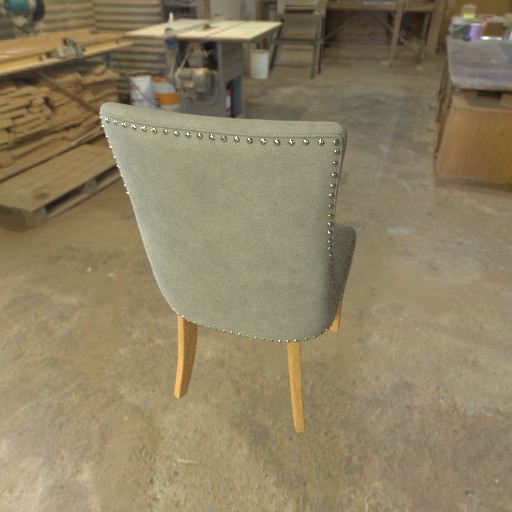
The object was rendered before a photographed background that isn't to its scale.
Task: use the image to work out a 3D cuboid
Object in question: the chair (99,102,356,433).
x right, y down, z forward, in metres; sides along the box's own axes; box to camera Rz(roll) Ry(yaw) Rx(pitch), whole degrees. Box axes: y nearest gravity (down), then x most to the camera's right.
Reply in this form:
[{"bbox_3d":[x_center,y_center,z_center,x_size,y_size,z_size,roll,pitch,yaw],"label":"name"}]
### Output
[{"bbox_3d":[0.000,0.000,1.221,0.495,0.902,0.610,10,34,15],"label":"chair"}]
